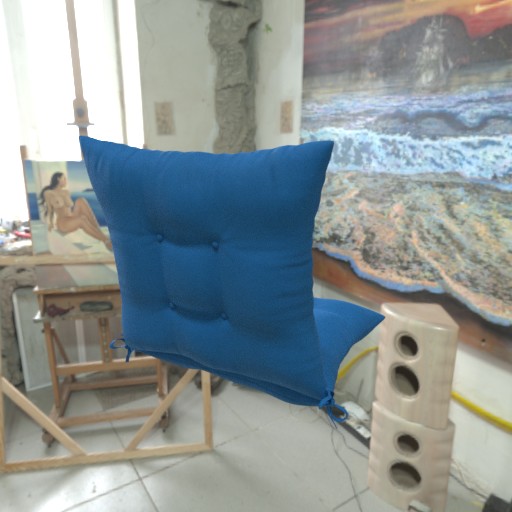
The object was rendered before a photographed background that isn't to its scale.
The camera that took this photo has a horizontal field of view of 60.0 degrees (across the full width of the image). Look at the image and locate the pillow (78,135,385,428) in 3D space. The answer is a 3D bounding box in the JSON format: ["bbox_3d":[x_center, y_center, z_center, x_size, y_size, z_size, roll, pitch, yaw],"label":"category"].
[{"bbox_3d":[0.000,0.000,1.014,0.541,0.536,0.585,8,18,26],"label":"pillow"}]
